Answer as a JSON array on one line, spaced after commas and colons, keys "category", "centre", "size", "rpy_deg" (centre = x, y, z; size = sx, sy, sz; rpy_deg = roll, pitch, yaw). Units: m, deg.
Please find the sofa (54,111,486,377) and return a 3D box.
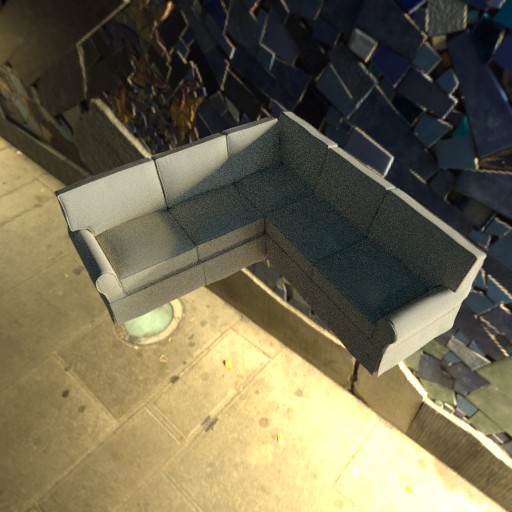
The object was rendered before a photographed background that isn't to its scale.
[{"category": "sofa", "centre": [0.000, 0.000, 3.867], "size": [2.591, 1.070, 2.597], "rpy_deg": [-25, 51, -22]}]
